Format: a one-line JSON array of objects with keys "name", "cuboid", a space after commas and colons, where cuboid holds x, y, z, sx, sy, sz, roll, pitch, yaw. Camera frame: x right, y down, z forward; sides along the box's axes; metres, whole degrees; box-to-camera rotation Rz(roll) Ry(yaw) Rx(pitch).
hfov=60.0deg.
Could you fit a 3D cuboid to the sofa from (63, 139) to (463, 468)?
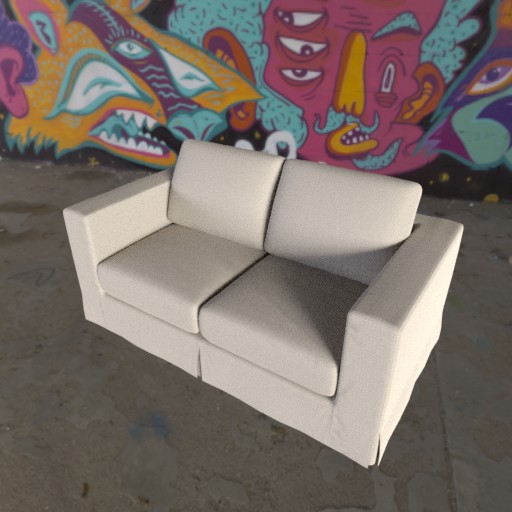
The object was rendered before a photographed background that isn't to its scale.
[{"name": "sofa", "cuboid": [0.000, 0.000, 2.333, 1.813, 0.932, 1.009, 18, 34, 29]}]
